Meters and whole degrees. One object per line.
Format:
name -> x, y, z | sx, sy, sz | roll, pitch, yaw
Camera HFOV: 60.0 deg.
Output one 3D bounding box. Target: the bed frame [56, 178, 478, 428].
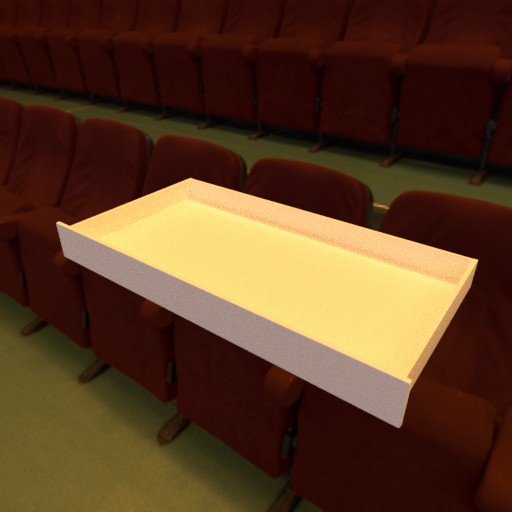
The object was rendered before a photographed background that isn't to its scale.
bed frame -> 0.000, 0.000, 1.529 | 1.300, 0.141, 0.670 | 20, 36, 31
